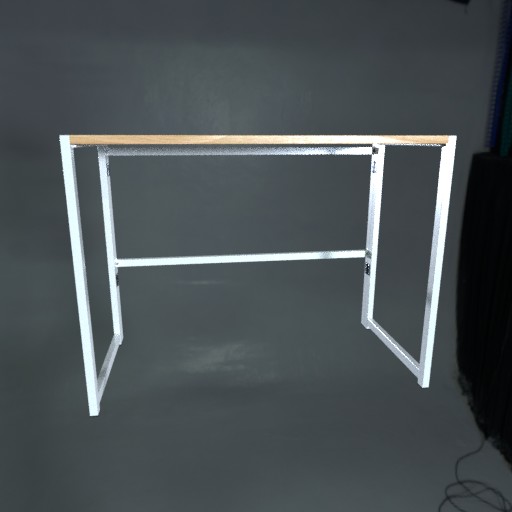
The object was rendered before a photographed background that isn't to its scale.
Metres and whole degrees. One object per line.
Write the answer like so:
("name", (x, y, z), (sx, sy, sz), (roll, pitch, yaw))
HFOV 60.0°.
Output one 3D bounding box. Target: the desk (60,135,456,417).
("desk", (0.000, 0.000, 1.455), (1.016, 0.762, 0.508), (-2, 15, -8))
